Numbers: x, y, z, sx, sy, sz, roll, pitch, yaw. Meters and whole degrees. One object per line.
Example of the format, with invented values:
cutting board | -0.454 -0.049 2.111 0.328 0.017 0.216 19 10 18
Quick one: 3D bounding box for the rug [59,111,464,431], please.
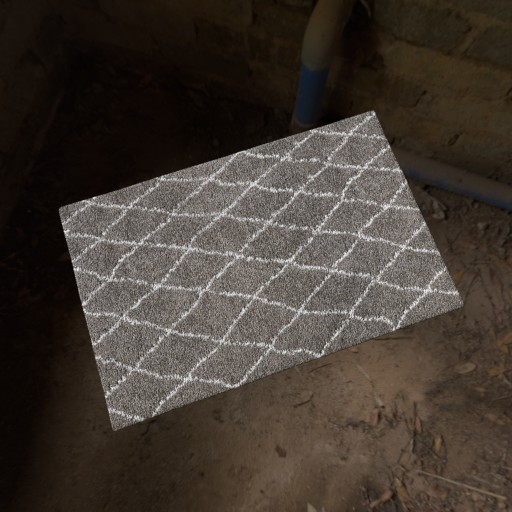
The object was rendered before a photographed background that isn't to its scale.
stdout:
rug | 0.000 0.000 3.462 2.743 0.030 1.778 -18 76 -5
